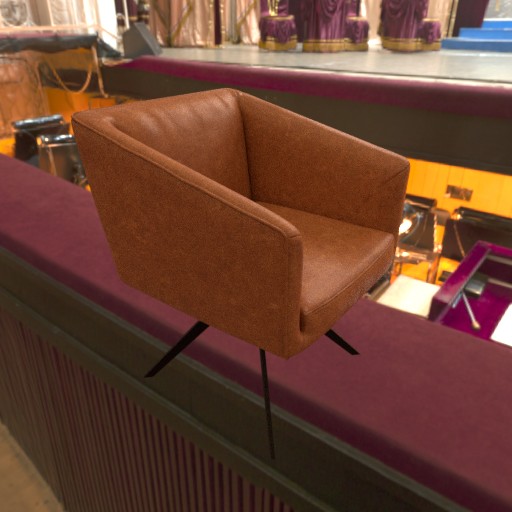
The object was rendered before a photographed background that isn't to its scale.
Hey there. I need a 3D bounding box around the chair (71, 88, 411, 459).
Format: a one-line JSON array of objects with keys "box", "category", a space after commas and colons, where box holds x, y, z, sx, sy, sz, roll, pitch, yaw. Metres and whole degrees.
[{"box": [0.000, 0.000, 1.196, 0.625, 0.760, 0.588, 19, 33, 32], "category": "chair"}]
